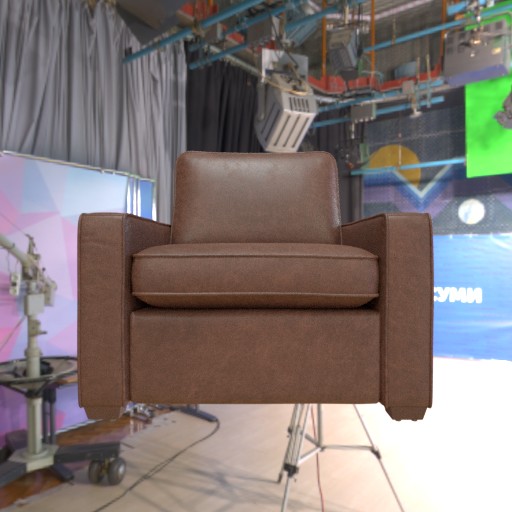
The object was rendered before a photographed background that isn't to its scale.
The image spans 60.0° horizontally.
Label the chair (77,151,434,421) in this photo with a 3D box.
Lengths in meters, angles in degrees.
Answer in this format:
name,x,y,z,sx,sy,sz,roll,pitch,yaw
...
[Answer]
name,x,y,z,sx,sy,sz,roll,pitch,yaw
chair,0.000,0.000,1.670,1.017,0.919,0.940,0,1,0
